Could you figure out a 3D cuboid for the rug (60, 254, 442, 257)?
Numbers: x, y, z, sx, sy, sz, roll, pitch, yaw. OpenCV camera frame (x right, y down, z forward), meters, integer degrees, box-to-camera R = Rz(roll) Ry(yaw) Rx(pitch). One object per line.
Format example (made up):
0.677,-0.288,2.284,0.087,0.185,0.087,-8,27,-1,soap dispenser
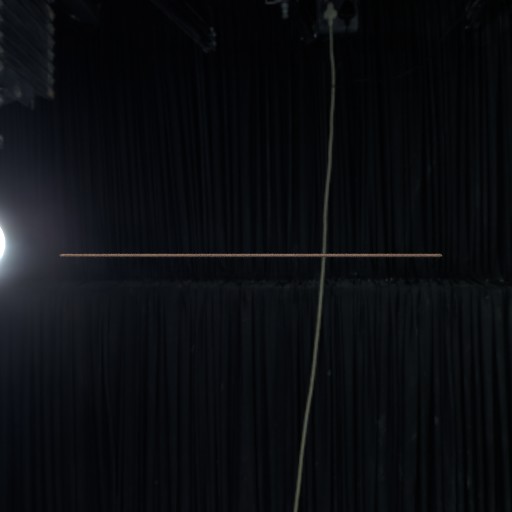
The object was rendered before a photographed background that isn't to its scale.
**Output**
0.000,0.000,2.894,1.524,0.011,2.286,0,0,1,rug
